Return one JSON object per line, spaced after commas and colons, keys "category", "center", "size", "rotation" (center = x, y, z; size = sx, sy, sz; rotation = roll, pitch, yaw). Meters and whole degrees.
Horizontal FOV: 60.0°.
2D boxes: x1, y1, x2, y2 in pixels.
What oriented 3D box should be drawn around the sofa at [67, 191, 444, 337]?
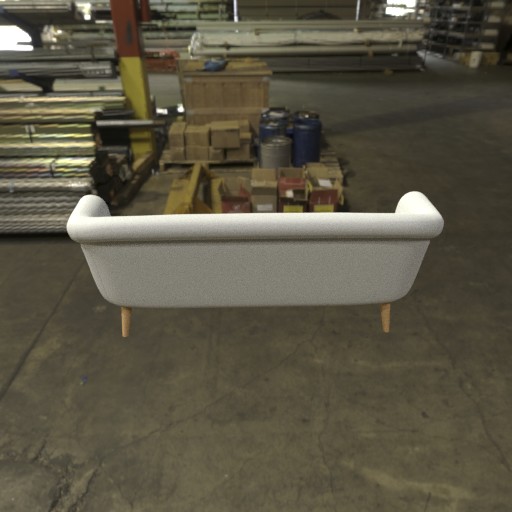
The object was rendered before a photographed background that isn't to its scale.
{"category": "sofa", "center": [0.000, 0.000, 2.563], "size": [2.160, 0.795, 0.827], "rotation": [-1, 30, -1]}
